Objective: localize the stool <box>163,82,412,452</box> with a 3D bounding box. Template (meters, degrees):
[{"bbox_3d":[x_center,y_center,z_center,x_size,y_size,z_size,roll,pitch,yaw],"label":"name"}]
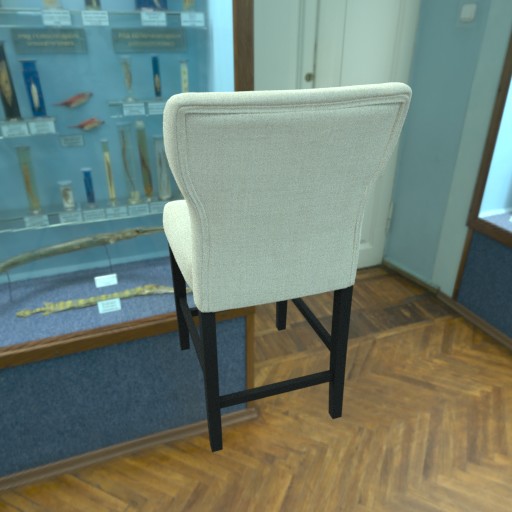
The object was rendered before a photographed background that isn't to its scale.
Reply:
[{"bbox_3d":[0.000,0.000,1.281,0.514,0.972,0.603,-9,28,-16],"label":"stool"}]
